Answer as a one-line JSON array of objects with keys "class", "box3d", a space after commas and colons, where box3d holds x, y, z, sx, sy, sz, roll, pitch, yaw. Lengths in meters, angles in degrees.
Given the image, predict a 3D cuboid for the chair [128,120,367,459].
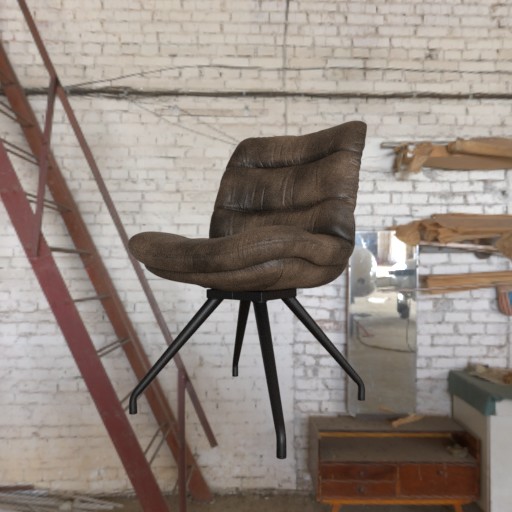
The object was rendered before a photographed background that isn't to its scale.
[{"class": "chair", "box3d": [0.000, 0.000, 1.300, 0.549, 0.870, 0.622, 0, 0, 34]}]
